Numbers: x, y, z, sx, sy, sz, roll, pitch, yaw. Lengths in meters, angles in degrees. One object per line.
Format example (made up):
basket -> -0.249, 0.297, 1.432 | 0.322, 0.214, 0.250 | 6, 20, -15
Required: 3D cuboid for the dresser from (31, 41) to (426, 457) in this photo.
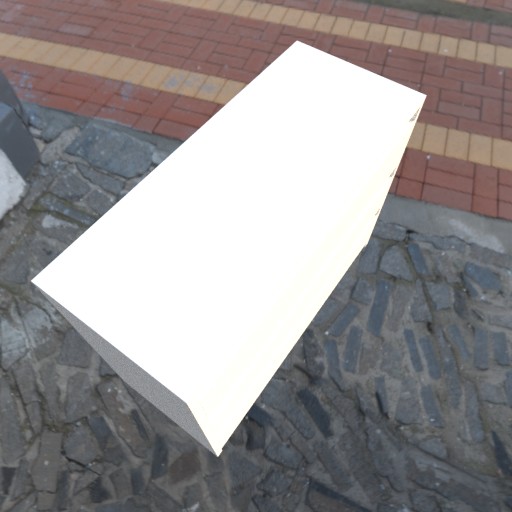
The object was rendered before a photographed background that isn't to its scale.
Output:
dresser -> 0.000, 0.000, 1.511 | 0.460, 0.820, 1.100 | 32, 64, 18
